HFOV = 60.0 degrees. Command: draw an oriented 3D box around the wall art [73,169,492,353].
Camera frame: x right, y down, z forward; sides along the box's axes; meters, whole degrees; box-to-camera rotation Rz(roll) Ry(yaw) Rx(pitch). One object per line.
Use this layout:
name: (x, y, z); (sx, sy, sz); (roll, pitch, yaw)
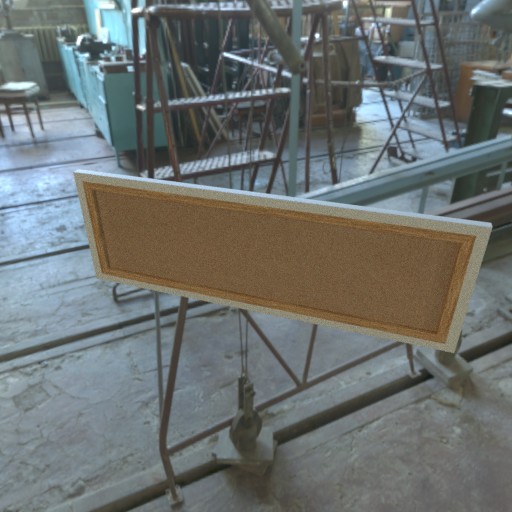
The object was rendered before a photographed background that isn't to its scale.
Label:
wall art: (0.000, 0.000, 1.692); (1.520, 0.507, 0.039); (10, 32, 16)
